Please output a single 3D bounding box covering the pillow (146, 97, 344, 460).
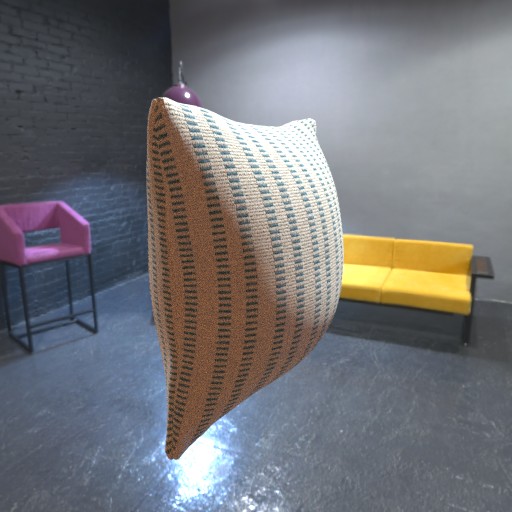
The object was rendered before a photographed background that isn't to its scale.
[{"bbox_3d":[0.000,0.000,0.670,0.247,0.419,0.438,7,16,27],"label":"pillow"}]
